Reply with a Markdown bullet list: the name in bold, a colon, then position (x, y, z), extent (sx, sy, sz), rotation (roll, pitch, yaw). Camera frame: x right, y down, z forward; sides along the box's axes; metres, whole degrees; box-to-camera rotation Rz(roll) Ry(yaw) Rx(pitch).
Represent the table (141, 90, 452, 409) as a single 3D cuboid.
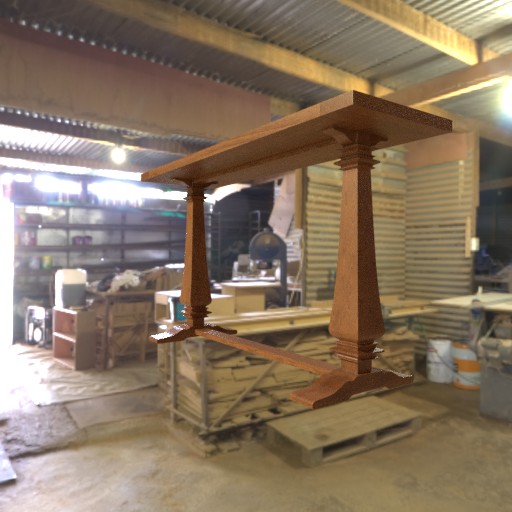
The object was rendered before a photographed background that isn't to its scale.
- **table**: position (0.000, 0.000, 1.854), extent (0.461, 0.852, 1.478), rotation (0, 0, -35)
